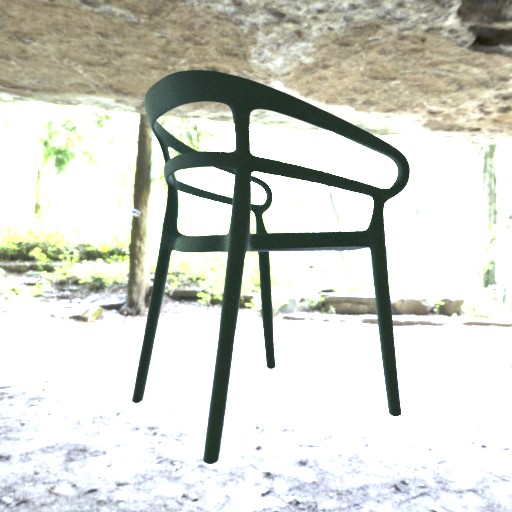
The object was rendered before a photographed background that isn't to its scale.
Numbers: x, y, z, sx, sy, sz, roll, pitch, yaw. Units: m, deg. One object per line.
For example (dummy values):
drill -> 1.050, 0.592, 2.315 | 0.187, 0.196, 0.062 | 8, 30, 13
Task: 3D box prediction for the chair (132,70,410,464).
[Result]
chair -> 0.000, 0.000, 1.119 | 0.527, 0.761, 0.559 | -1, 2, -35
